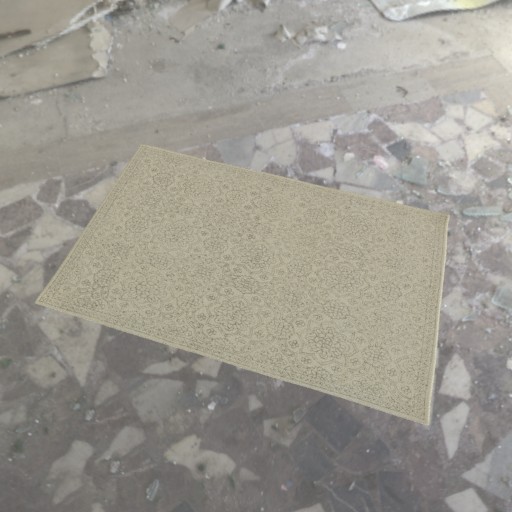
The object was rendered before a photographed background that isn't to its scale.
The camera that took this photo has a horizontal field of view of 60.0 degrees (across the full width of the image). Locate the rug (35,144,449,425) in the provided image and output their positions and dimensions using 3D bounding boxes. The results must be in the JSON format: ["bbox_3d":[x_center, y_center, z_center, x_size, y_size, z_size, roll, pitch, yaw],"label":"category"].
[{"bbox_3d":[0.000,0.000,2.378,1.947,0.023,1.214,15,58,10],"label":"rug"}]
